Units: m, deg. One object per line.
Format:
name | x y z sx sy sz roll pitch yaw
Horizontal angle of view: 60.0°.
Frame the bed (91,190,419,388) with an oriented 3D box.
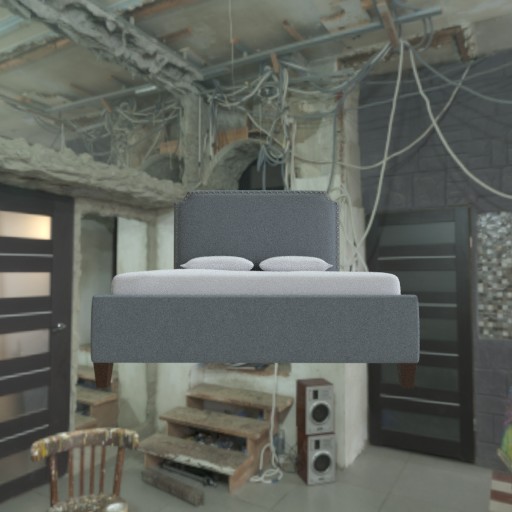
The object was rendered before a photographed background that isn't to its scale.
bed | 0.000 0.000 3.446 1.712 1.443 2.372 0 -2 0
